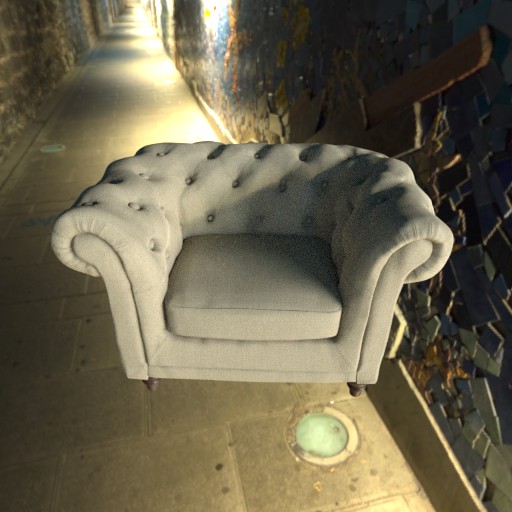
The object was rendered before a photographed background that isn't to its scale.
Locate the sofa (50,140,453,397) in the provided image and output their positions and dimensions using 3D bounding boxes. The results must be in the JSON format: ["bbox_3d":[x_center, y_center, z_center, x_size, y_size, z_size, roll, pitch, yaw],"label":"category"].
[{"bbox_3d":[0.000,0.000,2.050,1.405,0.878,1.034,1,31,2],"label":"sofa"}]
